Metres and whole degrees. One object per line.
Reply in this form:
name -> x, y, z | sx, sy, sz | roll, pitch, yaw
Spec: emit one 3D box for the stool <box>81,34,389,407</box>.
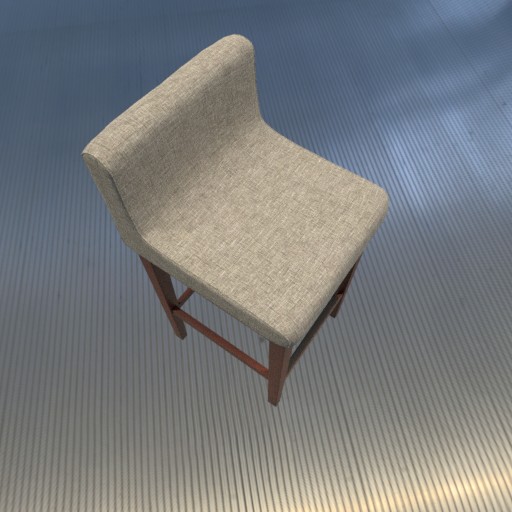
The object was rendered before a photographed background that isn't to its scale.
stool -> 0.000, 0.000, 1.104 | 0.459, 0.835, 0.417 | 31, 63, 18
